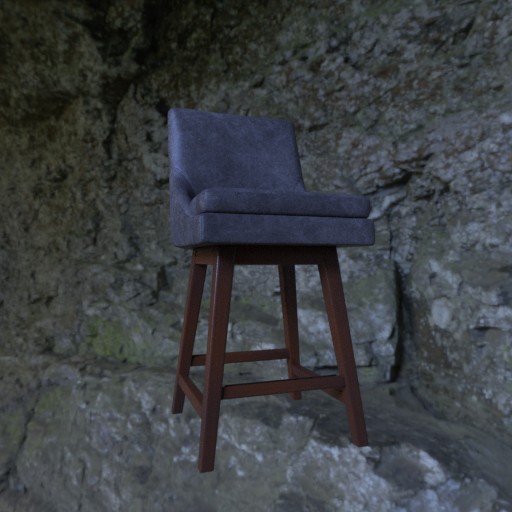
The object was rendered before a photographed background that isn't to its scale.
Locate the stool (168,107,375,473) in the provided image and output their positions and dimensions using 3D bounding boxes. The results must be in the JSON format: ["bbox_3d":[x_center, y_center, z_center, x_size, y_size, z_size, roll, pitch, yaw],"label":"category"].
[{"bbox_3d":[0.000,0.000,1.386,0.492,1.046,0.587,0,-1,-19],"label":"stool"}]
